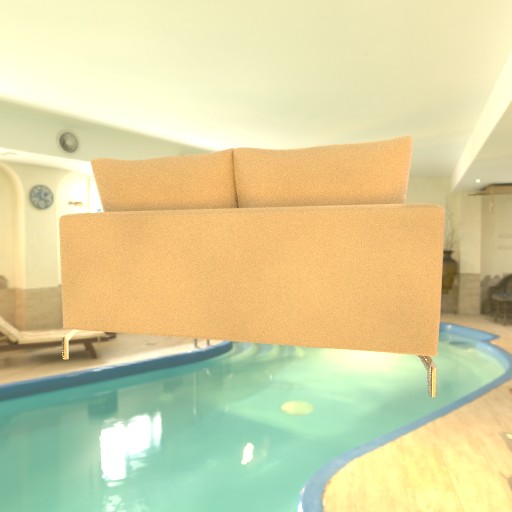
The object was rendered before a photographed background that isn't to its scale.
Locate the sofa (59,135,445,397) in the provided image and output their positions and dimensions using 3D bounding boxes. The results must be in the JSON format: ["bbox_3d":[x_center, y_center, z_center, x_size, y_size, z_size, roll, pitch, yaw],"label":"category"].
[{"bbox_3d":[0.000,0.000,2.298,1.739,0.995,0.906,1,2,19],"label":"sofa"}]
